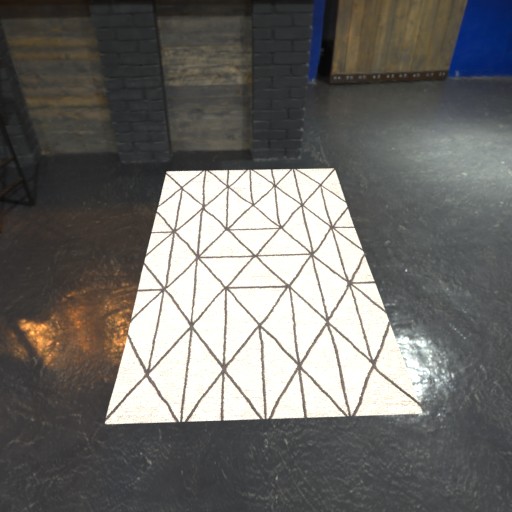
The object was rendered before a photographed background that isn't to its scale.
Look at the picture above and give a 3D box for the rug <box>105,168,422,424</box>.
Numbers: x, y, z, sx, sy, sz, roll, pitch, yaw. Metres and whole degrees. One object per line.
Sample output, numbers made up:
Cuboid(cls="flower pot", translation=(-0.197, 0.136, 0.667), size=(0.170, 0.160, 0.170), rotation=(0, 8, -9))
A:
Cuboid(cls="rug", translation=(0.000, 0.000, 3.077), size=(1.526, 0.008, 2.465), rotation=(-1, 39, -2))
